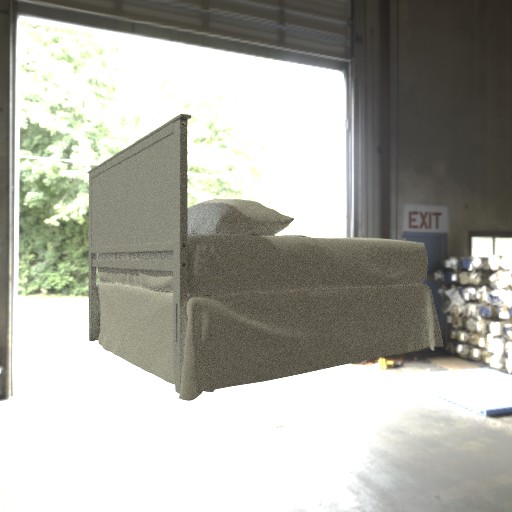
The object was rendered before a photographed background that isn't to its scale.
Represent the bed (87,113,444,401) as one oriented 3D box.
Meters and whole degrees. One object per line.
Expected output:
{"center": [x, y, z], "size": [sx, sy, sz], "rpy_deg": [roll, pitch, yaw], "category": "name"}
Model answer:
{"center": [0.000, 0.000, 3.218], "size": [2.047, 1.269, 1.876], "rpy_deg": [0, 0, -35], "category": "bed"}
